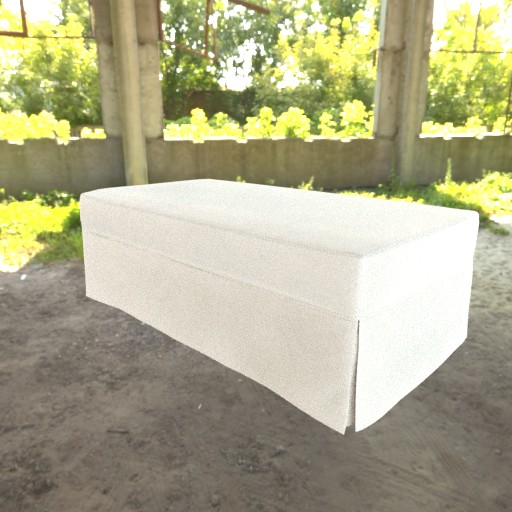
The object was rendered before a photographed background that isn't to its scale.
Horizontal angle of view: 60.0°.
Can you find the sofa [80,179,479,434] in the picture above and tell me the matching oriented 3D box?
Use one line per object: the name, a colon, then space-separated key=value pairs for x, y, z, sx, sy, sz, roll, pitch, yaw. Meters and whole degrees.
sofa: x=0.000 y=0.000 z=2.037 sx=1.677 sy=0.552 sz=0.939 roll=15 pitch=22 yaw=42
